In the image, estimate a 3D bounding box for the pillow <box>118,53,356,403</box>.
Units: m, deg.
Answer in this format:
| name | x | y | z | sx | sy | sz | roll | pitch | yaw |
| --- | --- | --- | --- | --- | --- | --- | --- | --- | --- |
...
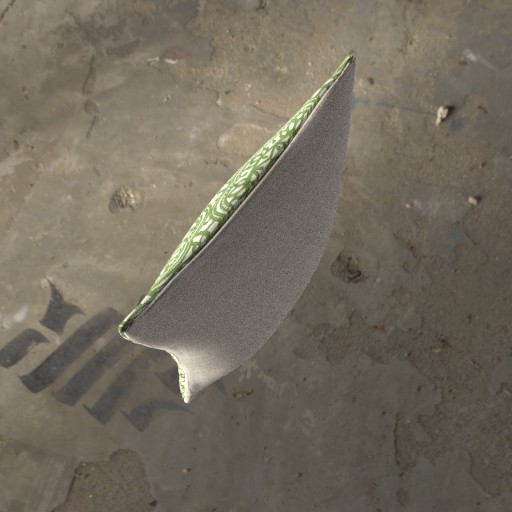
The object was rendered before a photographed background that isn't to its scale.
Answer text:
| name | x | y | z | sx | sy | sz | roll | pitch | yaw |
| --- | --- | --- | --- | --- | --- | --- | --- | --- | --- |
| pillow | 0.000 | 0.000 | 0.661 | 0.162 | 0.419 | 0.440 | 32 | 68 | 14 |
